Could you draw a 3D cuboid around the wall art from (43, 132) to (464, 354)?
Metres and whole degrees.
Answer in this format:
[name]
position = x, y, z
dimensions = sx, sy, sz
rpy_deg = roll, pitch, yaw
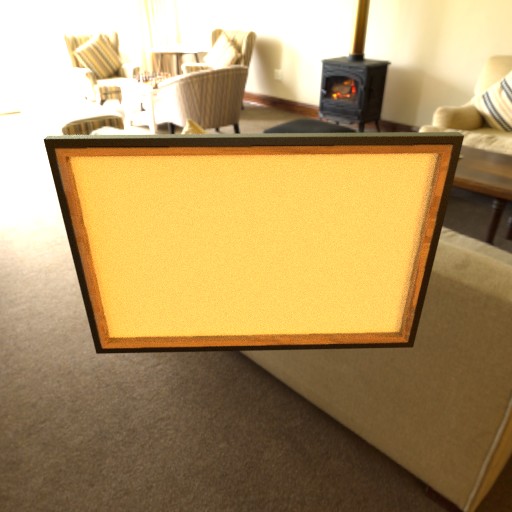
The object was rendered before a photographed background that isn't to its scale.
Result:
[wall art]
position = 0.000, 0.000, 0.817
dimensions = 0.659, 0.446, 0.022
rpy_deg = -1, 31, -1
